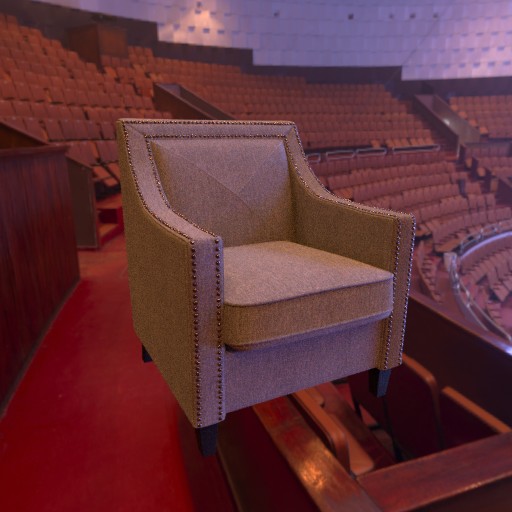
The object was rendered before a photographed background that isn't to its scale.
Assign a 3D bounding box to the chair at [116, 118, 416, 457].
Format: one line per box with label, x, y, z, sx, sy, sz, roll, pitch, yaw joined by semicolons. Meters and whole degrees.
chair;0.000;0.000;1.607;0.776;0.967;0.884;-8;17;-27
